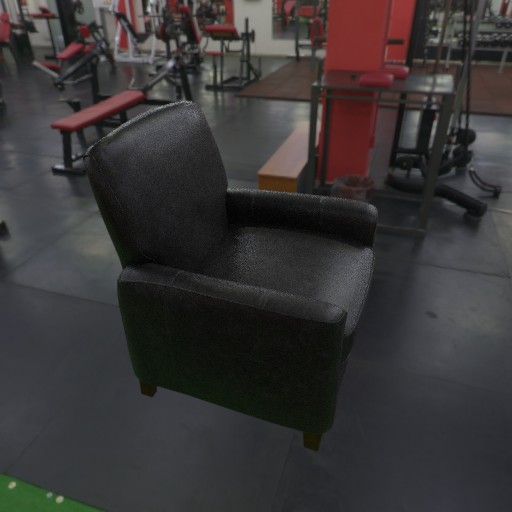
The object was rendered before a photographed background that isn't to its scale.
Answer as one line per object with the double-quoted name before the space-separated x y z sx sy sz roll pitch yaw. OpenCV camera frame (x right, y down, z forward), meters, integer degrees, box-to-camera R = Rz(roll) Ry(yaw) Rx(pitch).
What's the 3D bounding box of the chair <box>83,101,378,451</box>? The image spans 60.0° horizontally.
"chair" 0.000 0.000 1.687 0.864 1.014 0.848 11 33 18
